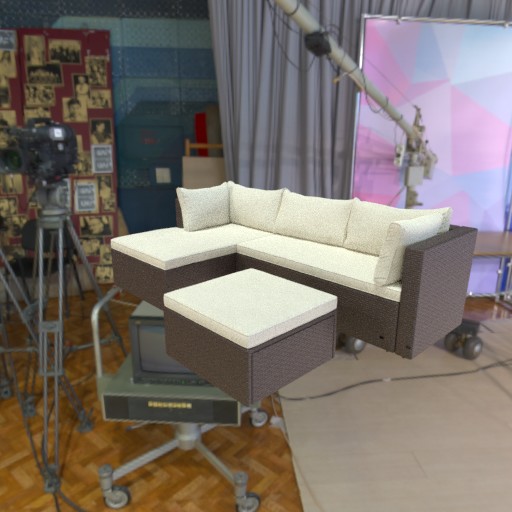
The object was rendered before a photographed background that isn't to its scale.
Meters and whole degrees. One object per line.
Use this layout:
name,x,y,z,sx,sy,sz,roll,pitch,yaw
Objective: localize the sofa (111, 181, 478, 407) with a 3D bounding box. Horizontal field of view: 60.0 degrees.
sofa,0.000,0.000,2.959,1.612,0.766,2.192,-15,23,-41
